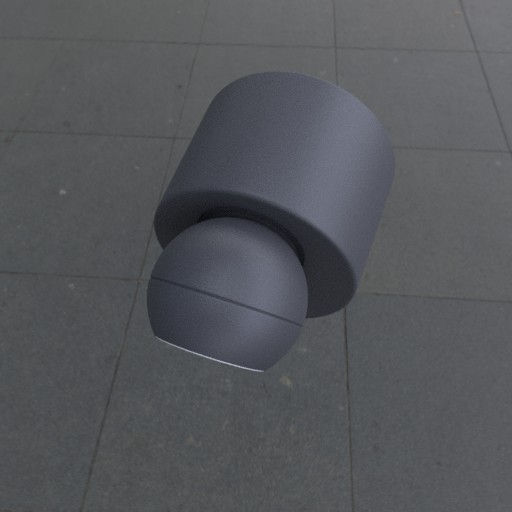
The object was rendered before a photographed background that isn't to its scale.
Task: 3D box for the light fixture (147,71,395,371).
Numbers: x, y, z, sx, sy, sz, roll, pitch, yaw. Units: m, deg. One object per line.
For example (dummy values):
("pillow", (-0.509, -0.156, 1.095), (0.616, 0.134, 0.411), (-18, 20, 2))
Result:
("light fixture", (0.000, 0.000, 0.266), (0.134, 0.143, 0.160), (16, 59, 10))
